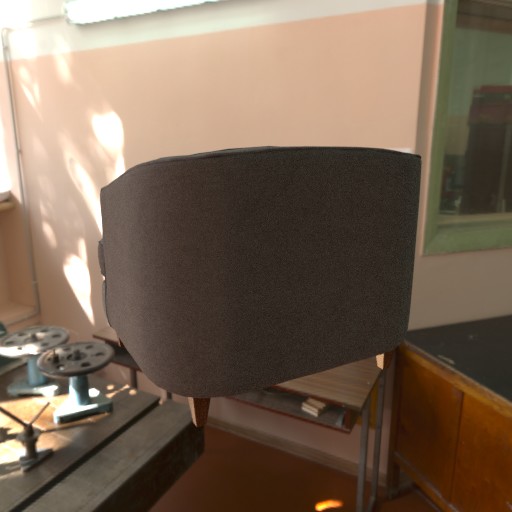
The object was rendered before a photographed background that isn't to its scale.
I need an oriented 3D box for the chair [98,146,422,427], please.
[{"bbox_3d":[0.000,0.000,1.789,1.104,0.852,0.941,-7,15,-28],"label":"chair"}]
